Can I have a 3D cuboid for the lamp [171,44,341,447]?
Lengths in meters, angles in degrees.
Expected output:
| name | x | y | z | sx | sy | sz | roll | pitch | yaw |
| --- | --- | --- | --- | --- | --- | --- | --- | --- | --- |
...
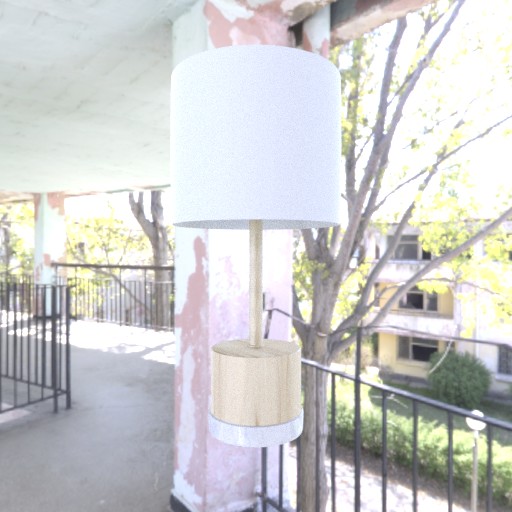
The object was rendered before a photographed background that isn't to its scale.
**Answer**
| name | x | y | z | sx | sy | sz | roll | pitch | yaw |
| --- | --- | --- | --- | --- | --- | --- | --- | --- | --- |
| lamp | 0.000 | 0.000 | 0.606 | 0.229 | 0.470 | 0.229 | 0 | 1 | -37 |
